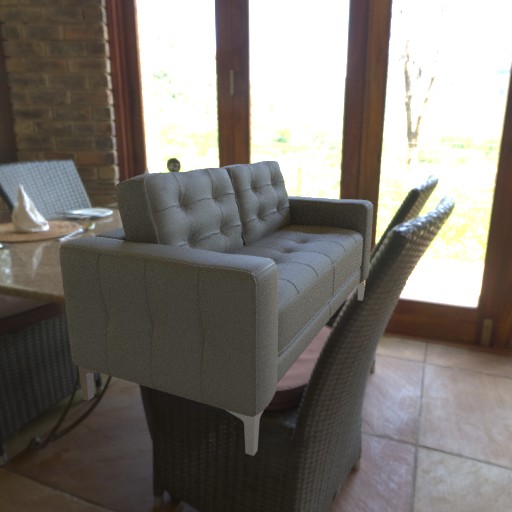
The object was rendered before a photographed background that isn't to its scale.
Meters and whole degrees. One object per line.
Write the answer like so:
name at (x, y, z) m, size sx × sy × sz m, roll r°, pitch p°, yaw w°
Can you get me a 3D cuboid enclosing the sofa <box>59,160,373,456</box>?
sofa at (0.000, 0.000, 2.237) m, size 0.833 × 0.893 × 1.726 m, roll 7°, pitch 17°, yaw 25°
